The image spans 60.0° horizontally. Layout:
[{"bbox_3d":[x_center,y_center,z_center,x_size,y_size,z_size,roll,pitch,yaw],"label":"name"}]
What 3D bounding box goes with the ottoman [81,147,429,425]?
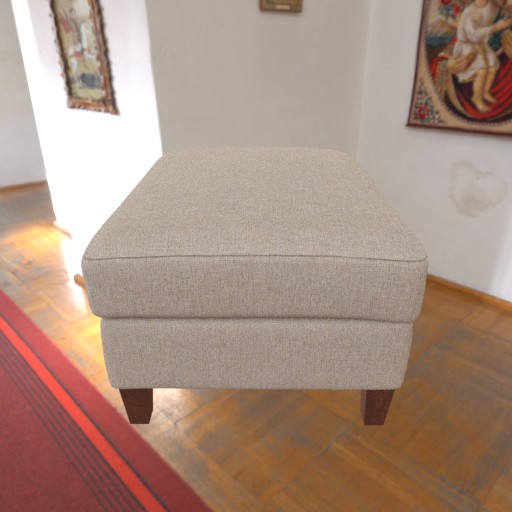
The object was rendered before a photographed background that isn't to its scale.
[{"bbox_3d":[0.000,0.000,1.296,0.677,0.519,0.898,0,26,0],"label":"ottoman"}]
